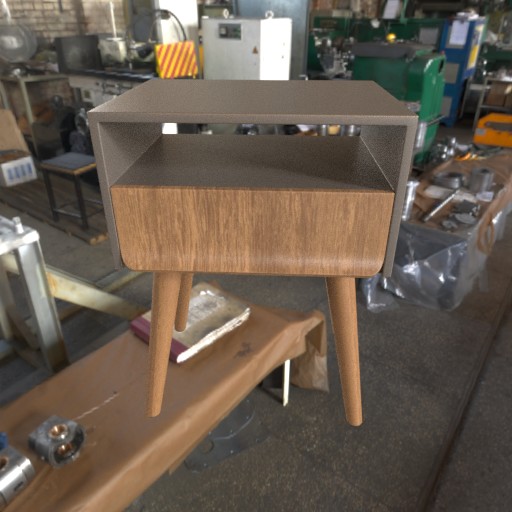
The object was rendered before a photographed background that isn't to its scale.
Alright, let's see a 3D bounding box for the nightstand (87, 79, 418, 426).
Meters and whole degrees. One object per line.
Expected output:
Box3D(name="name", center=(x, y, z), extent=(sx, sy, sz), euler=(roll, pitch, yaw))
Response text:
Box3D(name="nightstand", center=(0.000, 0.000, 0.731), extent=(0.370, 0.508, 0.288), euler=(1, 29, 3))
